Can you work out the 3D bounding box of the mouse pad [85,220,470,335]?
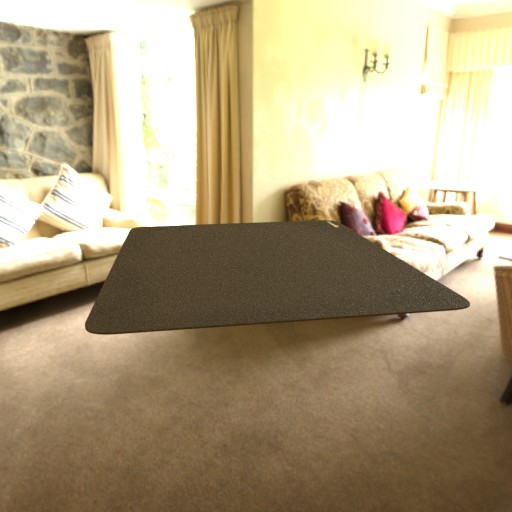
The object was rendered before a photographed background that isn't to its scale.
[{"bbox_3d":[0.000,0.000,0.637,0.393,0.002,0.451,-3,16,-9],"label":"mouse pad"}]
